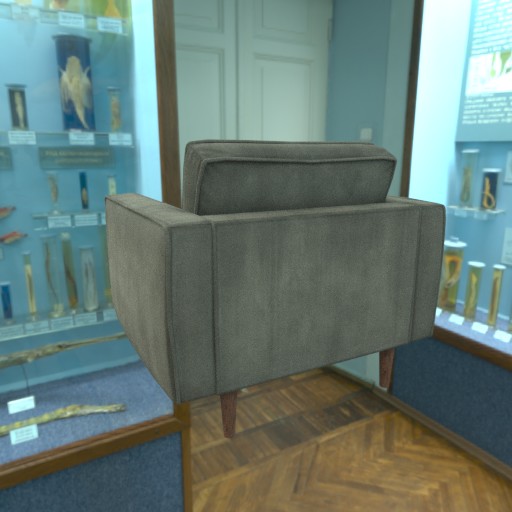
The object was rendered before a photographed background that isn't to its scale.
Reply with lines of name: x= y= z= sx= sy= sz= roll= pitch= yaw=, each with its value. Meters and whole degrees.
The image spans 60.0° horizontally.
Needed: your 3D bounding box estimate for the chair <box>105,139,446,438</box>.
chair: x=0.000 y=0.000 z=1.549 sx=0.928 sy=0.773 sz=0.843 roll=-7 pitch=15 yaw=-27
